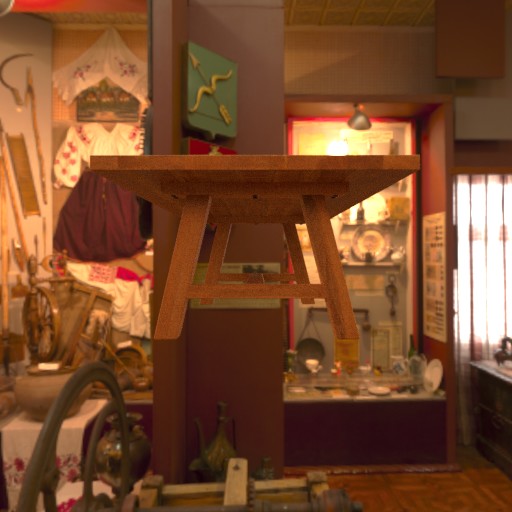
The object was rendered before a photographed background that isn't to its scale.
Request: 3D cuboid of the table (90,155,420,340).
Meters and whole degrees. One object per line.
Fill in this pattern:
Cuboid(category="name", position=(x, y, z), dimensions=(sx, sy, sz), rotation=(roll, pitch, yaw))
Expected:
Cuboid(category="table", position=(0.000, 0.000, 1.677), dimensions=(0.760, 0.455, 1.320), rotation=(0, 0, 0))
